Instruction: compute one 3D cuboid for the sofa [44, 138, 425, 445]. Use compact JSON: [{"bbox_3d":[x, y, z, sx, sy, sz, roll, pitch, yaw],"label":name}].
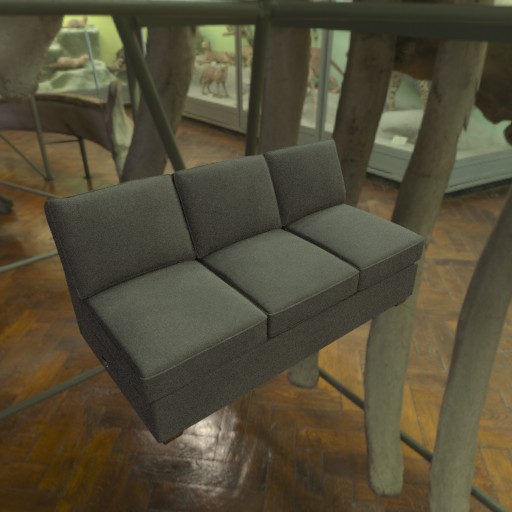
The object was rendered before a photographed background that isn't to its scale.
[{"bbox_3d":[0.000,0.000,2.587,1.962,0.973,1.027,-21,36,-32],"label":"sofa"}]
